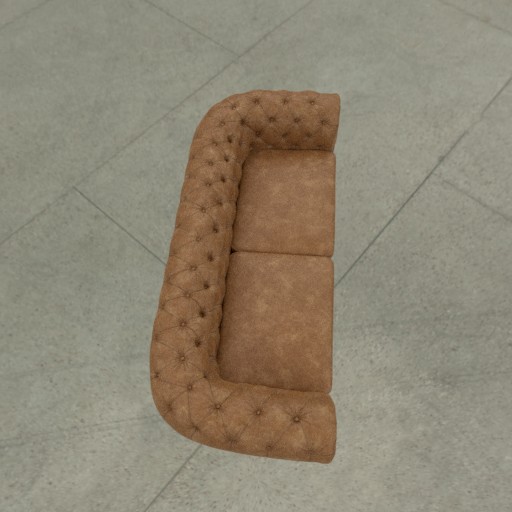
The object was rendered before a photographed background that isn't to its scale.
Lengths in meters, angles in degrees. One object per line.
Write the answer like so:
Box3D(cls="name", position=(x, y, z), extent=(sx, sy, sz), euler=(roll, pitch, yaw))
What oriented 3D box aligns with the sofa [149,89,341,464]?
Box3D(cls="sofa", position=(0.000, 0.000, 2.853), extent=(0.989, 0.760, 2.365), euler=(5, 63, 2))
